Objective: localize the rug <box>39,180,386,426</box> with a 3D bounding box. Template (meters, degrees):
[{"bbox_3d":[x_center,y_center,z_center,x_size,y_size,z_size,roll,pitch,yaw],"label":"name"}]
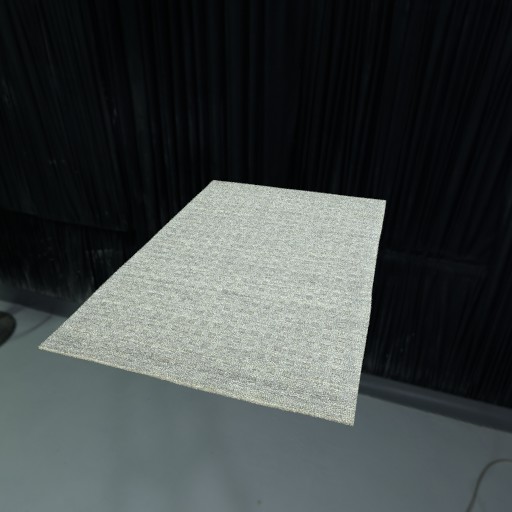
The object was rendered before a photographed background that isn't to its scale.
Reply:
[{"bbox_3d":[0.000,0.000,2.908,1.532,0.018,2.297,9,32,15],"label":"rug"}]
